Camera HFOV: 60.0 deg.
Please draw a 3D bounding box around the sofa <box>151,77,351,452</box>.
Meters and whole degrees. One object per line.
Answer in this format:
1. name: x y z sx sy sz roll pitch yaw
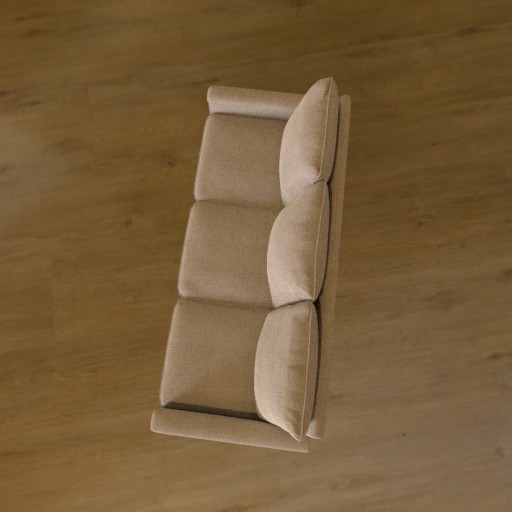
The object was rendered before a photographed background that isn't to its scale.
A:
1. sofa: 0.000 0.000 2.482 0.828 0.959 1.925 7 76 2
